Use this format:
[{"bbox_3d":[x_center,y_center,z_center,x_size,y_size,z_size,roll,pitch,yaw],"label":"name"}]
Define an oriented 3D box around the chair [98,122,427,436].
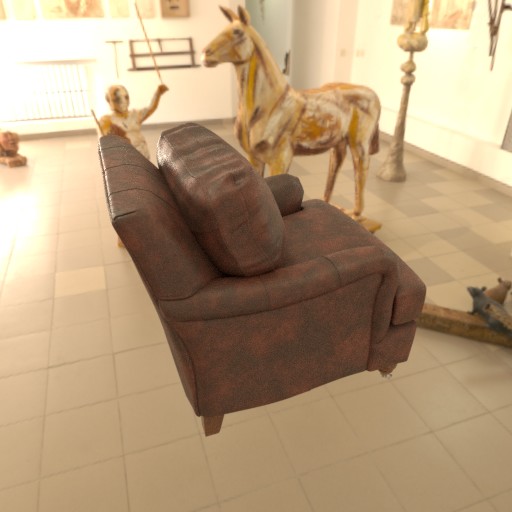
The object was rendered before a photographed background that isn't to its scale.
[{"bbox_3d":[0.000,0.000,1.953,1.156,1.051,0.987,-10,31,-17],"label":"chair"}]
